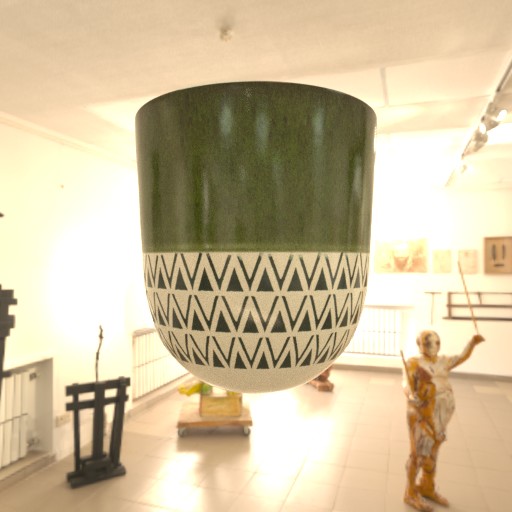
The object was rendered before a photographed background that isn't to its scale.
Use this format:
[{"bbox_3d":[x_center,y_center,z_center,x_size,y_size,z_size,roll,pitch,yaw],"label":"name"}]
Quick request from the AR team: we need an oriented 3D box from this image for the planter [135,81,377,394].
[{"bbox_3d":[0.000,0.000,0.464,0.245,0.270,0.245,0,0,0],"label":"planter"}]
